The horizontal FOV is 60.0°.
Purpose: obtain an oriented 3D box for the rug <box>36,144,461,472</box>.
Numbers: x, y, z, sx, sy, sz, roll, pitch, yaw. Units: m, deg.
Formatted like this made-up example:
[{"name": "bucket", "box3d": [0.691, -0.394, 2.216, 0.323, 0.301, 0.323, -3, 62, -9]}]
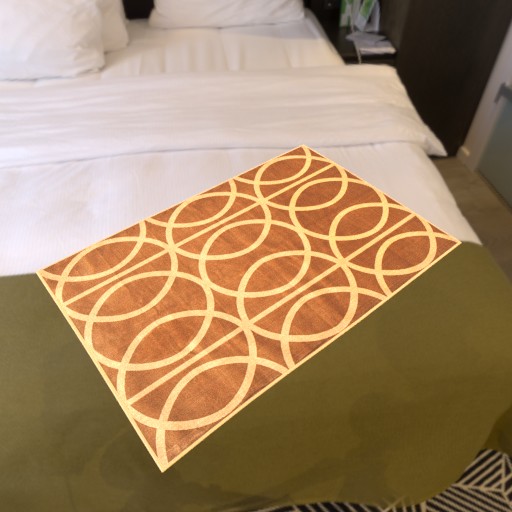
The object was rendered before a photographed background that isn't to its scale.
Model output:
[{"name": "rug", "box3d": [0.000, 0.000, 2.841, 2.290, 0.014, 1.526, -30, 53, -26]}]
